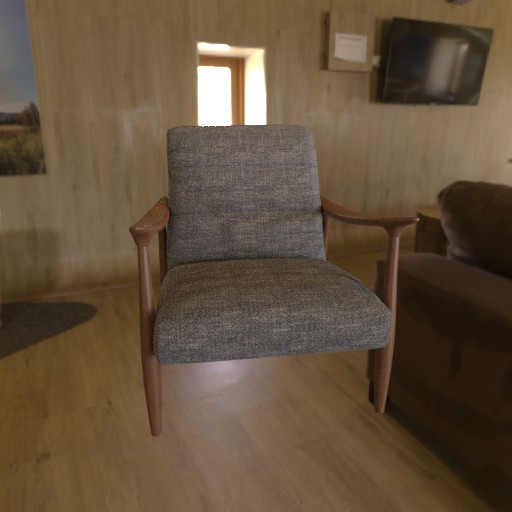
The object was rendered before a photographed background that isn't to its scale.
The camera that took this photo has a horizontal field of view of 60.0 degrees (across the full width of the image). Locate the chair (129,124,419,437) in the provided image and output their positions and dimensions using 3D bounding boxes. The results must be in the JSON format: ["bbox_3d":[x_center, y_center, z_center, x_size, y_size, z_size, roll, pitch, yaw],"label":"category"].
[{"bbox_3d":[0.000,0.000,1.449,0.741,0.832,0.798,-2,16,-9],"label":"chair"}]
